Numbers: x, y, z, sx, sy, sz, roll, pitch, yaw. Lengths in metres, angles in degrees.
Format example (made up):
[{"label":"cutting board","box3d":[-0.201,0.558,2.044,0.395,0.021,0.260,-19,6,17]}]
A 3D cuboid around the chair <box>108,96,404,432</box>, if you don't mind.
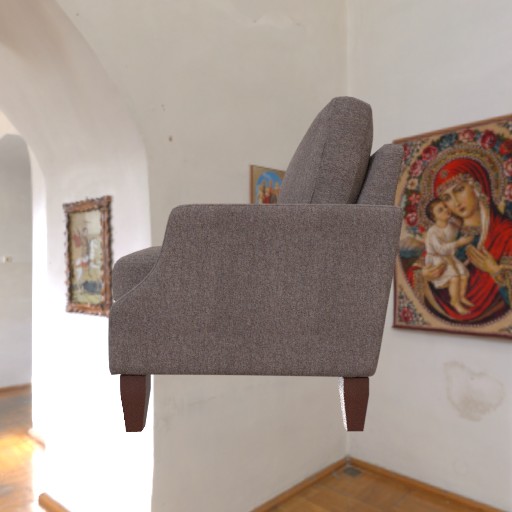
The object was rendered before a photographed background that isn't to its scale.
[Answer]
[{"label":"chair","box3d":[0.000,0.000,1.645,0.897,0.993,0.855,0,0,-1]}]
